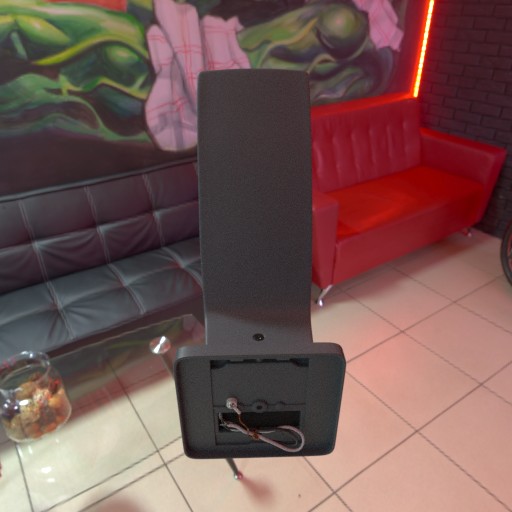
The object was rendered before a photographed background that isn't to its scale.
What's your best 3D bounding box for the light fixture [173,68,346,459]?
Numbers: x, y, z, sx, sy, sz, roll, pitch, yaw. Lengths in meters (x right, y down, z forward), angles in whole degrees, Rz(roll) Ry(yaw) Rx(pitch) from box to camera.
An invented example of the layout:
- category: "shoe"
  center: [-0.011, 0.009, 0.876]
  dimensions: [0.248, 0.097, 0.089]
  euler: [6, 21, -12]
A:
- category: "light fixture"
  center: [0.000, 0.000, 0.331]
  dimensions: [0.108, 0.243, 0.174]
  euler: [-1, 30, -2]
